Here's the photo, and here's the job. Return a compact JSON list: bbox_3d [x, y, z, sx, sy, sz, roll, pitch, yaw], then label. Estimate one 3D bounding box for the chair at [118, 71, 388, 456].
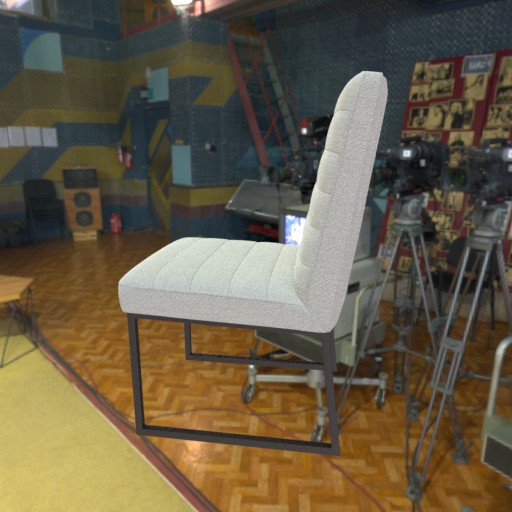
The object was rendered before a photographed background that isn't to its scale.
[{"bbox_3d":[0.000,0.000,1.288,0.634,0.930,0.520,2,14,9],"label":"chair"}]
